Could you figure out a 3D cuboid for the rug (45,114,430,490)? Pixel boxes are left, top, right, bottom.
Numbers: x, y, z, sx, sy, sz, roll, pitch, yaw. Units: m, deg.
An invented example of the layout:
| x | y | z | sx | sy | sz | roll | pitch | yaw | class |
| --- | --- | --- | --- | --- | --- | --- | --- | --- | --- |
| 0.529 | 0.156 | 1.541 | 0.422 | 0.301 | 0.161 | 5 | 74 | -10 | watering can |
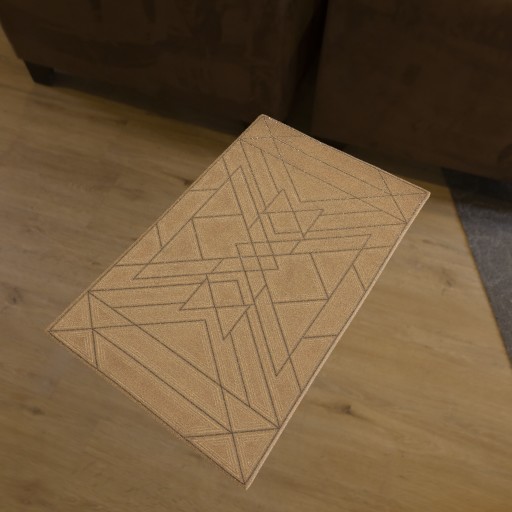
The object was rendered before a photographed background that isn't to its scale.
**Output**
| x | y | z | sx | sy | sz | roll | pitch | yaw | class |
| --- | --- | --- | --- | --- | --- | --- | --- | --- | --- |
| 0.000 | 0.000 | 3.099 | 1.575 | 0.023 | 2.459 | 30 | 63 | 17 | rug |
